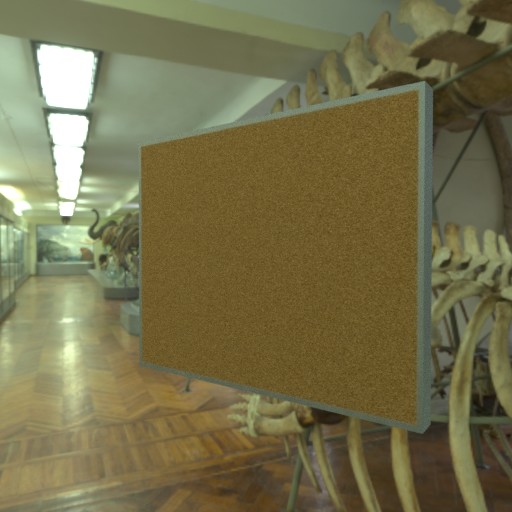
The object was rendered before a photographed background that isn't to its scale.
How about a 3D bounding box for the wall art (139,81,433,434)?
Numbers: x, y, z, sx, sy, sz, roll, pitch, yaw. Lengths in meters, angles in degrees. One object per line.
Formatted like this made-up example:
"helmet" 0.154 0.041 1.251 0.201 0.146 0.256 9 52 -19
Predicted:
"wall art" 0.000 0.000 0.745 0.557 0.450 0.037 1 1 36
